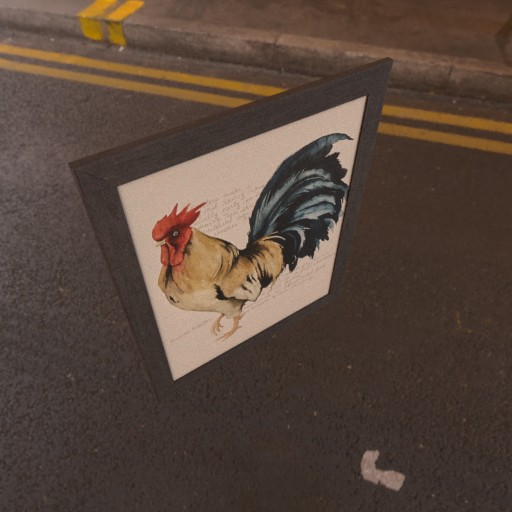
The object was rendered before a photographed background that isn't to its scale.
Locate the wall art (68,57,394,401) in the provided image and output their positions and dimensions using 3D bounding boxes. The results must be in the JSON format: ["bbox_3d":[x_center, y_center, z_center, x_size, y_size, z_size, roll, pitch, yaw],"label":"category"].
[{"bbox_3d":[0.000,0.000,0.771,0.476,0.570,0.013,-26,53,-22],"label":"wall art"}]
